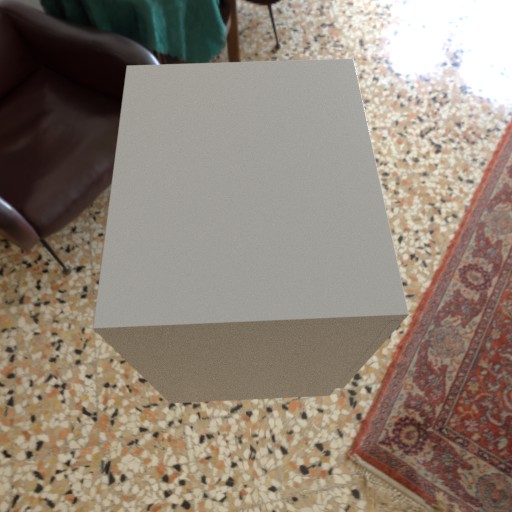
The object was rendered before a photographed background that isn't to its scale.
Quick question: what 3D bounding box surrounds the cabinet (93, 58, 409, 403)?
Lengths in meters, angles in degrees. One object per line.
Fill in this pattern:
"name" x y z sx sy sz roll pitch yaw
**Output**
"cabinet" 0.000 0.000 0.768 0.360 0.470 0.400 -2 63 -1
